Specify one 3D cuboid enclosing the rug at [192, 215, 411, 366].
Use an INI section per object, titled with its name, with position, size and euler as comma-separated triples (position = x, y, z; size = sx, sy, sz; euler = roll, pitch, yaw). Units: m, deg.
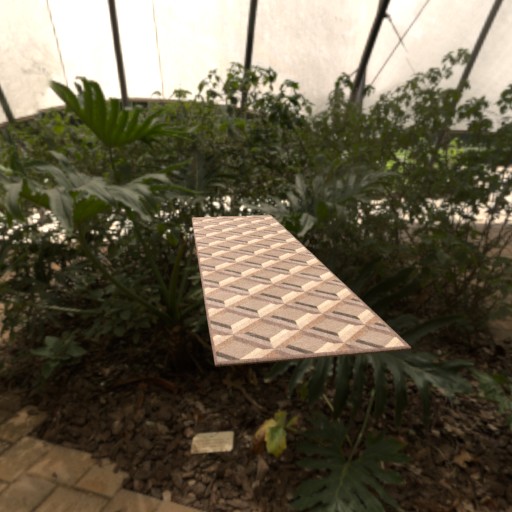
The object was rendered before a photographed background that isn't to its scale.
[rug]
position = 0.000, 0.000, 2.634
size = 0.685, 0.013, 2.437
euler = -3, 16, -9
